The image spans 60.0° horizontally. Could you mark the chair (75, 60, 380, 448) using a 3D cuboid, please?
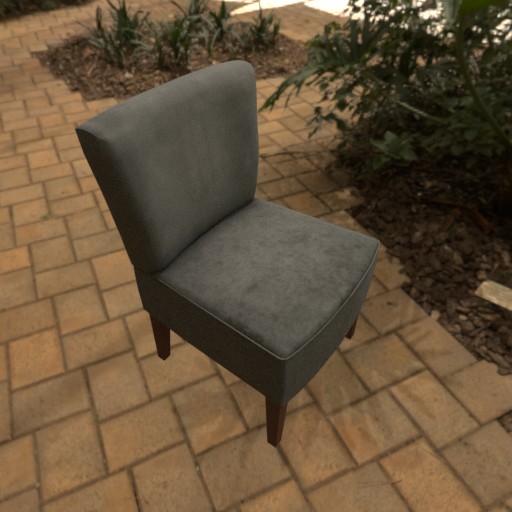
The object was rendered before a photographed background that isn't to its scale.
[{"bbox_3d":[0.000,0.000,1.176,0.554,0.806,0.521,25,46,26],"label":"chair"}]
